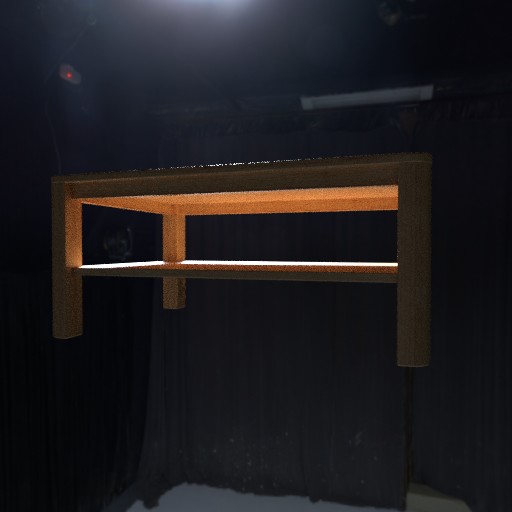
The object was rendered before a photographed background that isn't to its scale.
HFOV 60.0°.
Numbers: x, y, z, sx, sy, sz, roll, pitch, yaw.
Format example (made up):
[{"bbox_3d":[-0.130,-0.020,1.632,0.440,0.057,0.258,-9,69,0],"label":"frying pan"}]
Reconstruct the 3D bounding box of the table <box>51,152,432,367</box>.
[{"bbox_3d":[0.000,0.000,1.394,0.997,0.445,0.696,0,1,19],"label":"table"}]
